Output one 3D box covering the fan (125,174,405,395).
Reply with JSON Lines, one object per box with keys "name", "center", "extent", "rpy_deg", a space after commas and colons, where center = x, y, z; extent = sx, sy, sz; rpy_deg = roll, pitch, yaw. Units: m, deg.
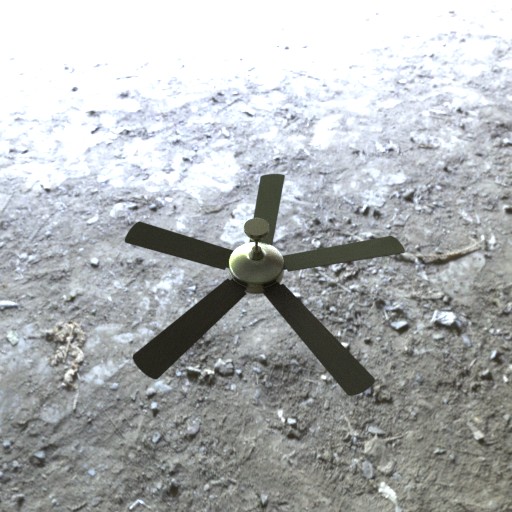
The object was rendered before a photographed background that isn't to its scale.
{"name": "fan", "center": [0.000, 0.000, 1.946], "extent": [1.321, 0.356, 1.321], "rpy_deg": [24, 52, 21]}
